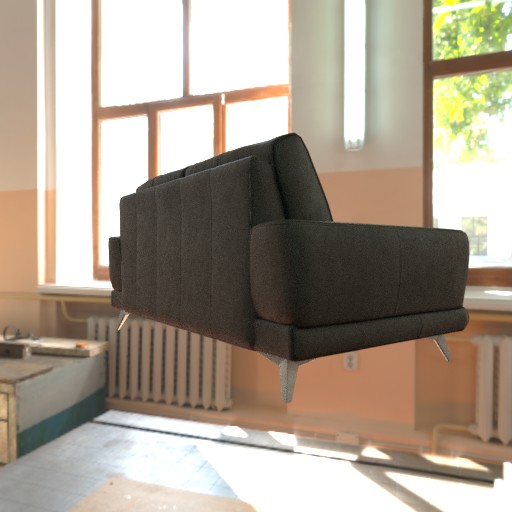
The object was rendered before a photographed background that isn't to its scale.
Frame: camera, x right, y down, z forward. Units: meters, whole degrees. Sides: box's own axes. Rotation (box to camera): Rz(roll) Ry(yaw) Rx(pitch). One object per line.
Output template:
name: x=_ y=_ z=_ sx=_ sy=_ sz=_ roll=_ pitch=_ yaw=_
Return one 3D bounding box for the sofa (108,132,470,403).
sofa: x=0.000 y=0.000 z=2.310 sx=1.018 sy=0.907 sz=1.806 roll=0 pitch=0 yaw=-36
